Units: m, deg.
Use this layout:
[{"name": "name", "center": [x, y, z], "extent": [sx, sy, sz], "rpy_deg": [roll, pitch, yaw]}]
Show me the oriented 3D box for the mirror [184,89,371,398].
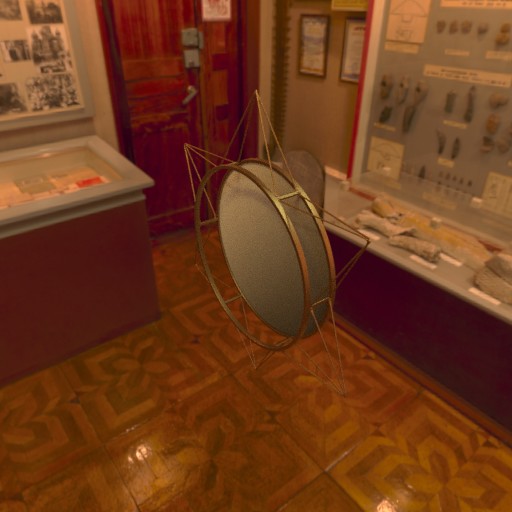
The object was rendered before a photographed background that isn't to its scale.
[{"name": "mirror", "center": [0.000, 0.000, 0.812], "extent": [0.062, 0.581, 0.498], "rpy_deg": [-21, 37, -30]}]
